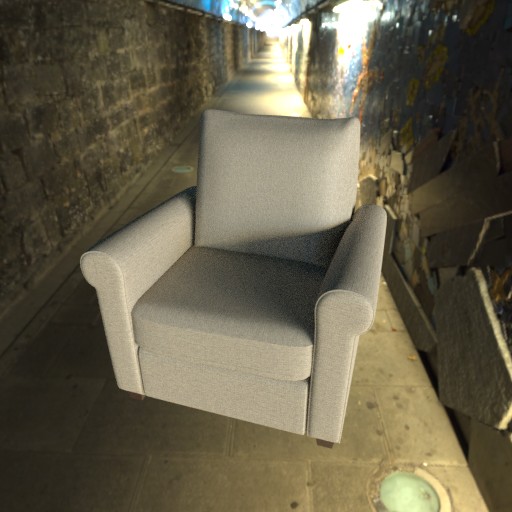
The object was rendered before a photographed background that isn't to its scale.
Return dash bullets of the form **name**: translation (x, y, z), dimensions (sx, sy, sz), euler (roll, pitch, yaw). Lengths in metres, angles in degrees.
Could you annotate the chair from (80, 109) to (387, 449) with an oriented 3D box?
- **chair**: translation (0.000, 0.000, 2.331), dimensions (1.275, 1.349, 1.180), euler (8, 28, 16)
